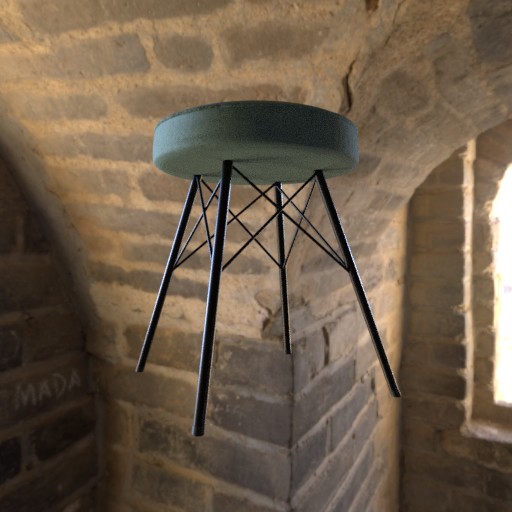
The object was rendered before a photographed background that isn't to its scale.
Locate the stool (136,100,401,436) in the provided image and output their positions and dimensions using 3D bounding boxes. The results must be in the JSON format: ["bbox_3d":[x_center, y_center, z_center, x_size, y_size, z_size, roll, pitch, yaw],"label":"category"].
[{"bbox_3d":[0.000,0.000,0.904,0.457,0.519,0.458,0,0,-19],"label":"stool"}]
